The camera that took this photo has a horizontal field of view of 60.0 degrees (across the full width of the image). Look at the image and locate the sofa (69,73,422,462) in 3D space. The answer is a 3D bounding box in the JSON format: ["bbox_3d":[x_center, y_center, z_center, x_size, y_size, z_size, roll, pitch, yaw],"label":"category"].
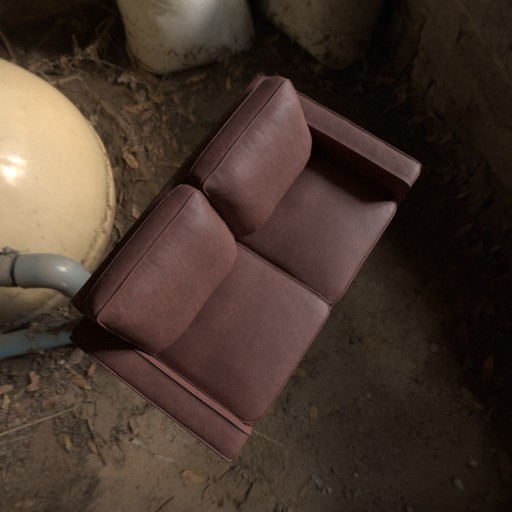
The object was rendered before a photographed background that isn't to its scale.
[{"bbox_3d":[0.000,0.000,2.265,0.947,0.918,1.709,34,76,9],"label":"sofa"}]
